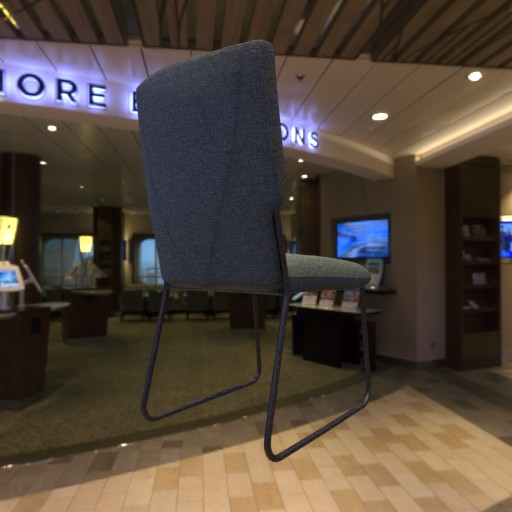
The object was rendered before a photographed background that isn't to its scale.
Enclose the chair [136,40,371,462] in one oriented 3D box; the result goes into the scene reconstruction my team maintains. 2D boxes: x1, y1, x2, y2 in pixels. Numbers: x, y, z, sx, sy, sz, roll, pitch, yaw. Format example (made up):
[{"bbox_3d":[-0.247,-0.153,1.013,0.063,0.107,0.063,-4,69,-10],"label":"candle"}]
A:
[{"bbox_3d":[0.000,0.000,1.282,0.480,0.931,0.635,-1,-1,36],"label":"chair"}]
